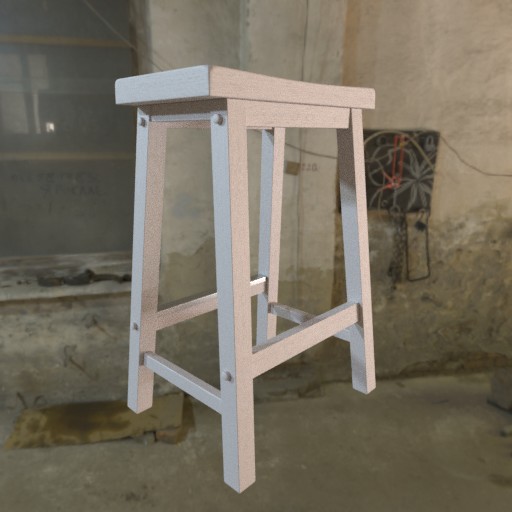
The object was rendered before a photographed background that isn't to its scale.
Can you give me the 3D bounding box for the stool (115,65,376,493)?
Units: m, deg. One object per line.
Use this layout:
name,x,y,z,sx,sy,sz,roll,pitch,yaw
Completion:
stool,0.000,0.000,0.839,0.322,0.610,0.406,14,21,42
